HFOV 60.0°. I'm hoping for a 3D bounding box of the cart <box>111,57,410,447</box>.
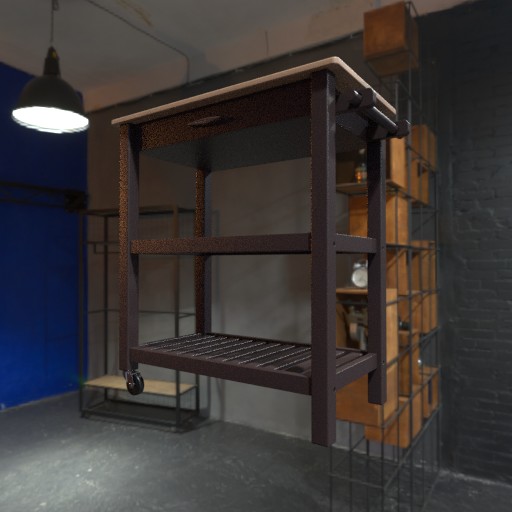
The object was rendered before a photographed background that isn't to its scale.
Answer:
[{"bbox_3d":[0.000,0.000,1.440,0.899,0.927,0.457,-1,-1,35],"label":"cart"}]
